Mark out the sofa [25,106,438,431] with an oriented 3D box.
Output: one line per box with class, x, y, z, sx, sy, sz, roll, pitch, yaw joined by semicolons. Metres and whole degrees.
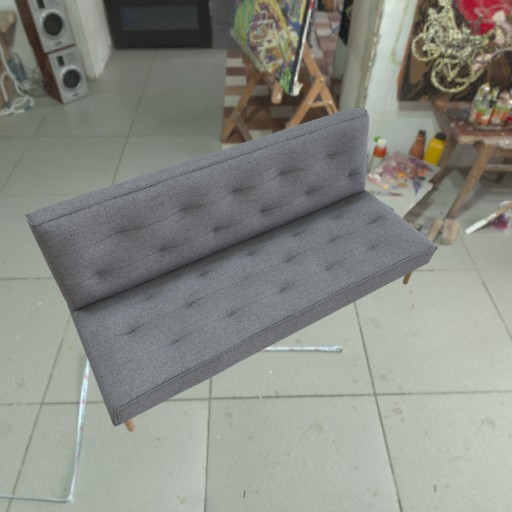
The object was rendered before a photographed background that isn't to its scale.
sofa;0.000;0.000;2.237;1.820;0.830;0.810;-23;51;-21
